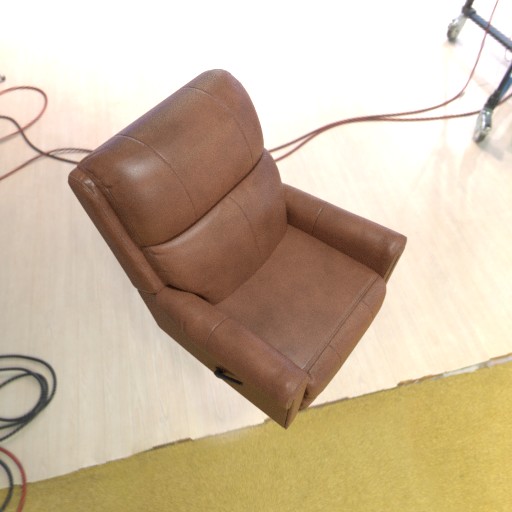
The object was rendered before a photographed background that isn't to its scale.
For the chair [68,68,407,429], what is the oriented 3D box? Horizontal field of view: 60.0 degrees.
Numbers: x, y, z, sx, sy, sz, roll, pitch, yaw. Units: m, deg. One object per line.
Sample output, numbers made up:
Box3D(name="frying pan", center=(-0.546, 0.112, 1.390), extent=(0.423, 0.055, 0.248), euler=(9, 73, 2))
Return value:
Box3D(name="chair", center=(0.000, 0.000, 1.795), extent=(1.014, 1.054, 0.838), euler=(33, 63, 20))
